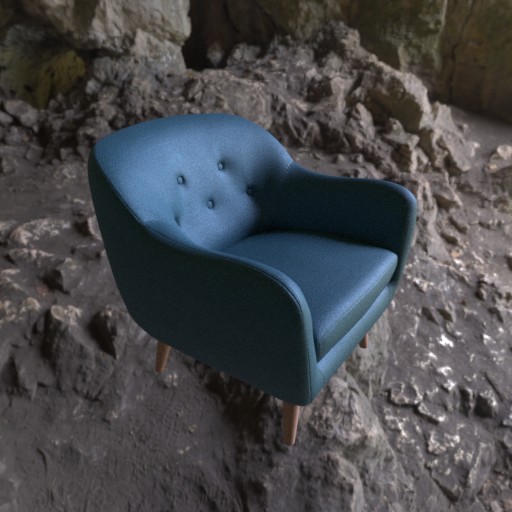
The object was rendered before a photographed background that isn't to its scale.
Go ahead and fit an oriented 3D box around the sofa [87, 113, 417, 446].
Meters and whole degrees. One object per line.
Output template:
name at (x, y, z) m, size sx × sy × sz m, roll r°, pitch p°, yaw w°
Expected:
sofa at (0.000, 0.000, 1.484) m, size 0.825 × 0.817 × 0.836 m, roll 18°, pitch 32°, yaw 31°
